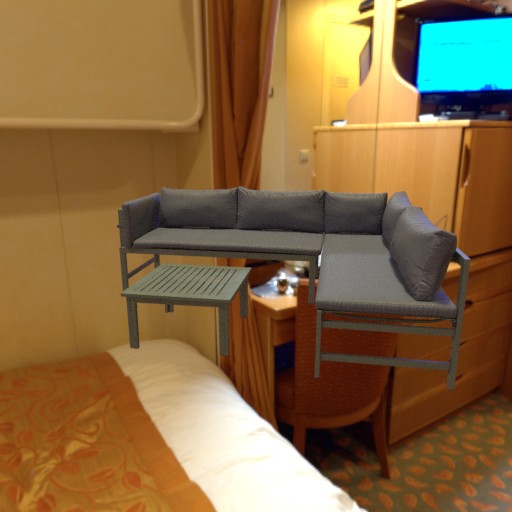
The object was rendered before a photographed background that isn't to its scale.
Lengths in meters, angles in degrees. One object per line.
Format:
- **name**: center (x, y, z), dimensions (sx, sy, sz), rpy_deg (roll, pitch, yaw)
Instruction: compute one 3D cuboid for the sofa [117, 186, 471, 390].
- **sofa**: center (0.000, 0.000, 2.918), dimensions (2.149, 0.762, 1.658), rpy_deg (3, 15, 10)
